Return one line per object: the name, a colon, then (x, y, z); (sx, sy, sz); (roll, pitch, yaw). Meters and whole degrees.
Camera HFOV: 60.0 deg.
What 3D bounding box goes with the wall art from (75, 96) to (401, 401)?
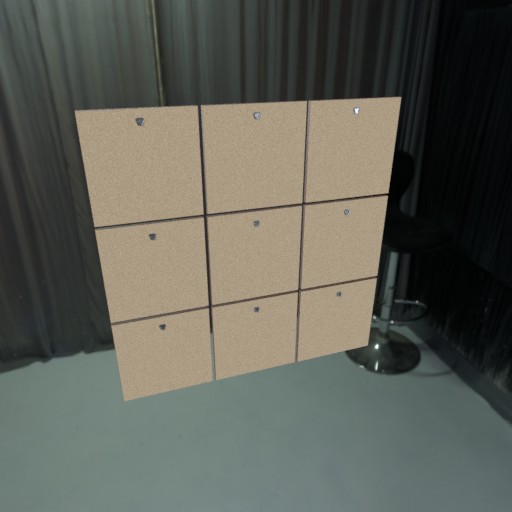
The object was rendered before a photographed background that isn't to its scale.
wall art: (0.000, 0.000, 1.377); (0.906, 0.904, 0.018); (-8, 27, -17)
